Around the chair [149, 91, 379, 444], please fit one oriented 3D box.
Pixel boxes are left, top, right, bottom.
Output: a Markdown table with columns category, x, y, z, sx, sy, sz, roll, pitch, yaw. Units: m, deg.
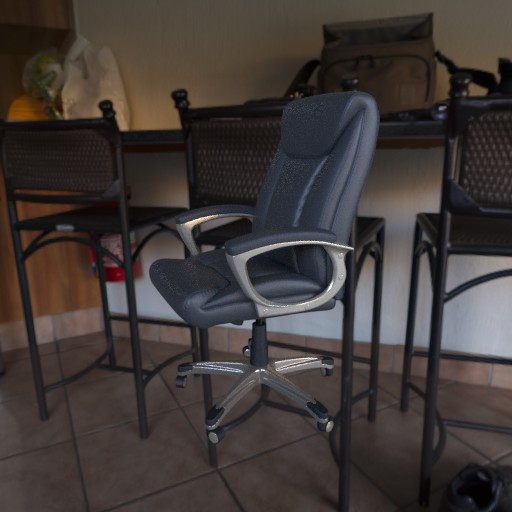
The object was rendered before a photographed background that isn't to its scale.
| category | x | y | z | sx | sy | sz | roll | pitch | yaw |
| --- | --- | --- | --- | --- | --- | --- | --- | --- | --- |
| chair | 0.000 | 0.000 | 1.693 | 0.748 | 1.188 | 0.694 | -7 | 16 | -25 |
